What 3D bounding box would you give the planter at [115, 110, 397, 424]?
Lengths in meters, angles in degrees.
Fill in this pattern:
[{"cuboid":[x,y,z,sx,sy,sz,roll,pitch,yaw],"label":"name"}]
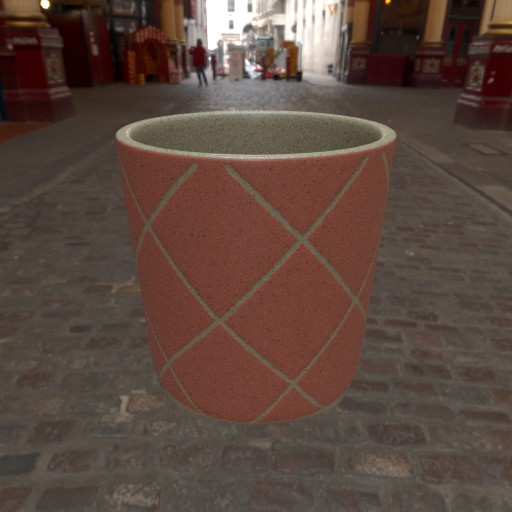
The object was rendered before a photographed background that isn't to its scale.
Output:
[{"cuboid":[0.000,0.000,0.353,0.191,0.200,0.191,0,25,0],"label":"planter"}]
